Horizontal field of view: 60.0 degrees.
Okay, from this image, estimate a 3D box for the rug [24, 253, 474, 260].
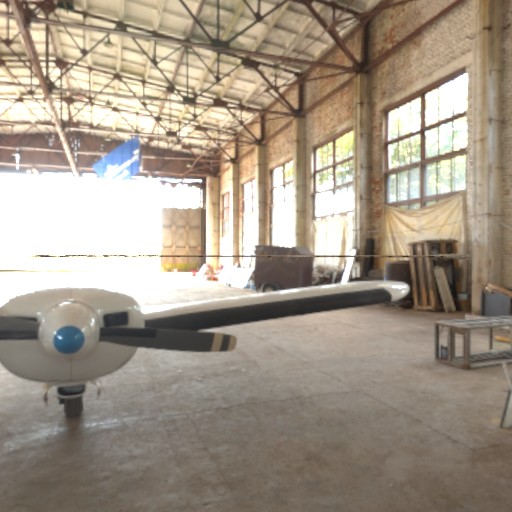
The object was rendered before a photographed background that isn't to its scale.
[{"bbox_3d":[0.000,0.000,2.448,2.023,0.028,1.224,0,0,18],"label":"rug"}]
